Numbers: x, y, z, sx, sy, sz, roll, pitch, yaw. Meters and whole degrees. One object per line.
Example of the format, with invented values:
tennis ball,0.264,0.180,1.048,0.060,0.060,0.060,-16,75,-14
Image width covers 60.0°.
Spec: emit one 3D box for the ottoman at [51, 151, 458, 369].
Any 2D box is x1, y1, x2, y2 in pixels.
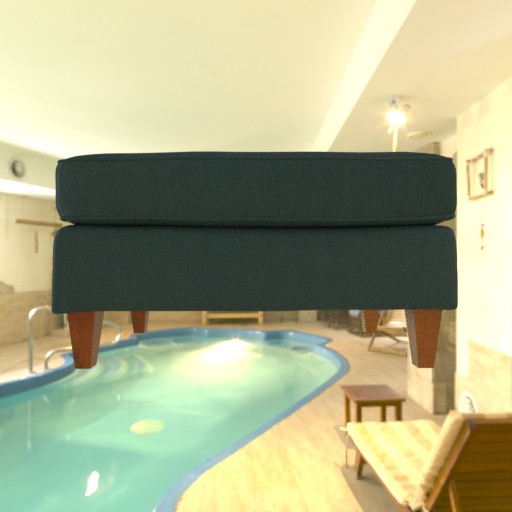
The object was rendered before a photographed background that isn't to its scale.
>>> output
ottoman,0.000,0.000,1.192,0.862,0.484,0.583,0,0,-1
